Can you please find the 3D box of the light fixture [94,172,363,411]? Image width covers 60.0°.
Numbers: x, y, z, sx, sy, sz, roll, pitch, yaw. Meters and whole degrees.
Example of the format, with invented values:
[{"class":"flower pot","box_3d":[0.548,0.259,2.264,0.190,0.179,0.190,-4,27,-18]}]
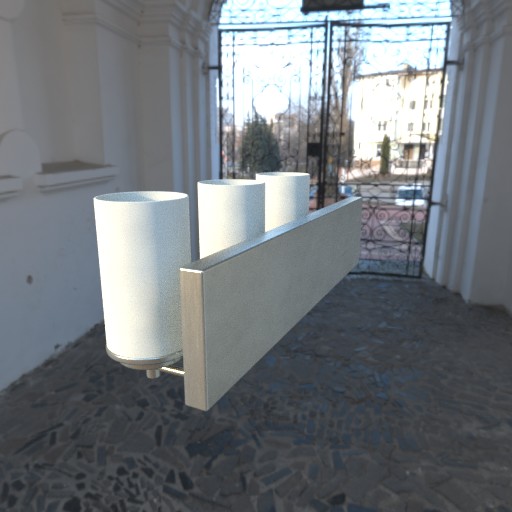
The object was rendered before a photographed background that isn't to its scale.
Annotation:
[{"class":"light fixture","box_3d":[0.000,0.000,0.528,0.145,0.172,0.451,7,16,25]}]
